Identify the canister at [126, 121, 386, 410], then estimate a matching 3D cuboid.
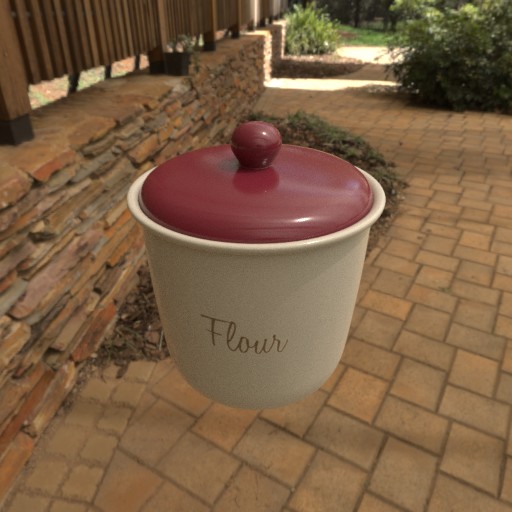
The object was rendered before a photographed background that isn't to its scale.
[{"bbox_3d":[0.000,0.000,0.350,0.182,0.208,0.182,0,31,0],"label":"canister"}]
